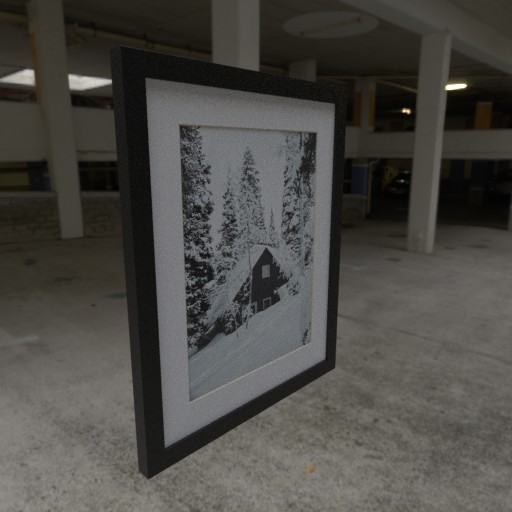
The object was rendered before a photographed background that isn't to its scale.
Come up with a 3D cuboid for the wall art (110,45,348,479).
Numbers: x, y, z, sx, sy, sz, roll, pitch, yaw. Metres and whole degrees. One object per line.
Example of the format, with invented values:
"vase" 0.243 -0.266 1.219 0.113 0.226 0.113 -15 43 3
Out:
"wall art" 0.000 0.000 0.513 0.018 0.397 0.325 12 18 43
